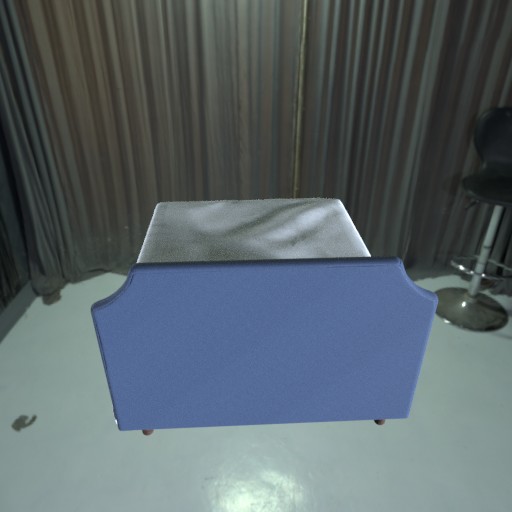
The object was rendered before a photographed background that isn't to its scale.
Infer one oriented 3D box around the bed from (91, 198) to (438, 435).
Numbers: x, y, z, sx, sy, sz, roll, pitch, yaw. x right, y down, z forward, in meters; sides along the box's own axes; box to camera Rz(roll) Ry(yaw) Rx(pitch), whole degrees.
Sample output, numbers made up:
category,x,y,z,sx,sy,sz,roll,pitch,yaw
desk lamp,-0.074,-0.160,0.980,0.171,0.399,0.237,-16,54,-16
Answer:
category,x,y,z,sx,sy,sz,roll,pitch,yaw
bed,0.000,0.000,4.193,2.350,1.488,2.773,-2,30,-3
